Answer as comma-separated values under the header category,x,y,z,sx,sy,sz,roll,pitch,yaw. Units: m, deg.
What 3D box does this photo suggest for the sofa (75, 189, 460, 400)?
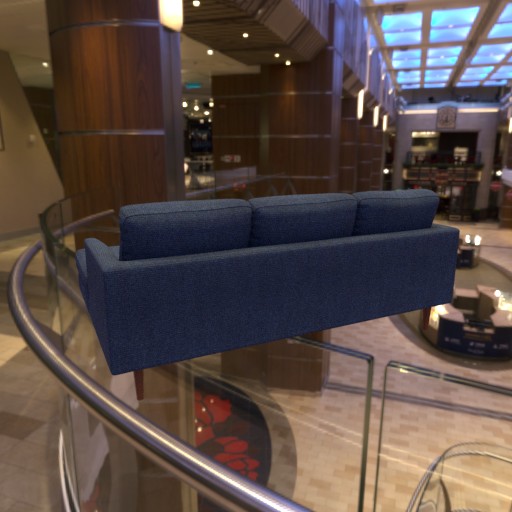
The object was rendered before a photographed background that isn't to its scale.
category,x,y,z,sx,sy,sz,roll,pitch,yaw
sofa,0.000,0.000,3.083,2.233,0.956,1.504,-7,15,-26
